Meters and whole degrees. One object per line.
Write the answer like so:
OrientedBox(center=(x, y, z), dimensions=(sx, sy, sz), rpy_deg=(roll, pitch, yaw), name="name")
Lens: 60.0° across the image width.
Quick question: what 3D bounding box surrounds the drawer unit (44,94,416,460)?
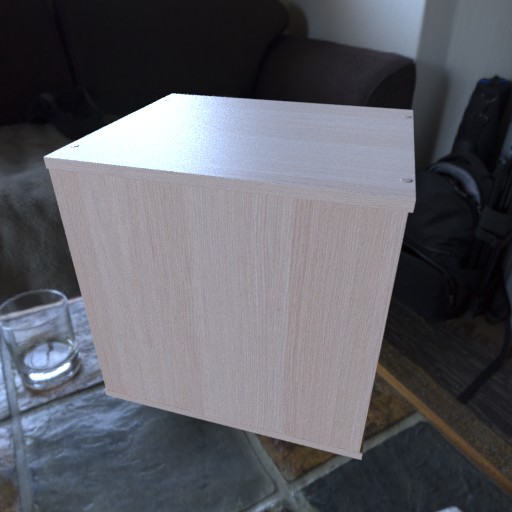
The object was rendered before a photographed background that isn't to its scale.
OrientedBox(center=(0.000, 0.000, 0.601), dimensions=(0.349, 0.344, 0.290), rpy_deg=(9, 33, 14), name="drawer unit")
